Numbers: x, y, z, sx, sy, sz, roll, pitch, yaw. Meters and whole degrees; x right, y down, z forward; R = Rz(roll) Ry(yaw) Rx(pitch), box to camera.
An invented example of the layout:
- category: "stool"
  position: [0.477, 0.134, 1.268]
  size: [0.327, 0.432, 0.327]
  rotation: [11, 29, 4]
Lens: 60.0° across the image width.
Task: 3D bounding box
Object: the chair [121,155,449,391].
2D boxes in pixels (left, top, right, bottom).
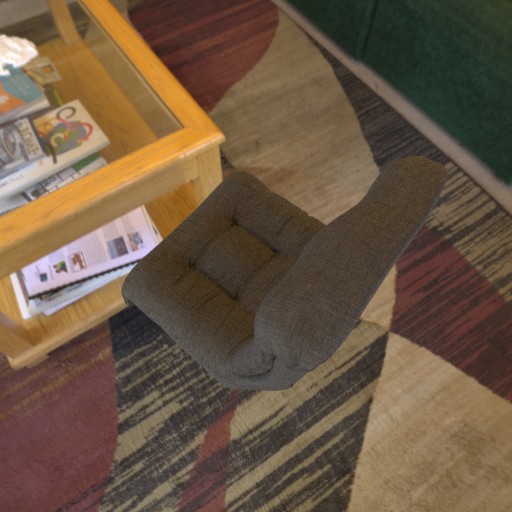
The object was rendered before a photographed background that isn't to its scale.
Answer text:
- category: "chair"
  position: [0.000, 0.000, 1.228]
  size: [0.668, 0.749, 0.597]
  rotation: [35, 67, 17]
